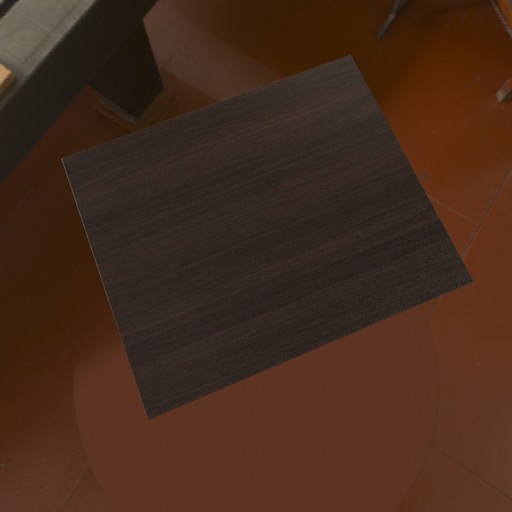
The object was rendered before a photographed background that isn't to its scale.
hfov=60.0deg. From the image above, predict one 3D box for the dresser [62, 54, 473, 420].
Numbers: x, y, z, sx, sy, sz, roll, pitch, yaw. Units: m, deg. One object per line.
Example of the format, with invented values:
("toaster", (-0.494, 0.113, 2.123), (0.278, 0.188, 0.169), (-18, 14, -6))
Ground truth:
("dresser", (0.000, 0.000, 0.766), (0.400, 0.470, 0.360), (-22, 77, -5))
